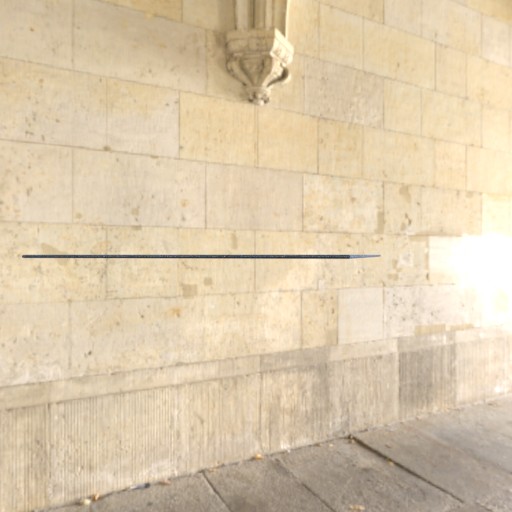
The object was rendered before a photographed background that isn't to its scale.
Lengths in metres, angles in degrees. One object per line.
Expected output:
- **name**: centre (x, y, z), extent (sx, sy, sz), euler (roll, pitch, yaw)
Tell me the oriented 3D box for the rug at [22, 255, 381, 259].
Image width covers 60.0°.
- **rug**: centre (0.000, 0.000, 3.007), extent (1.526, 0.015, 2.441), euler (0, 0, 18)
